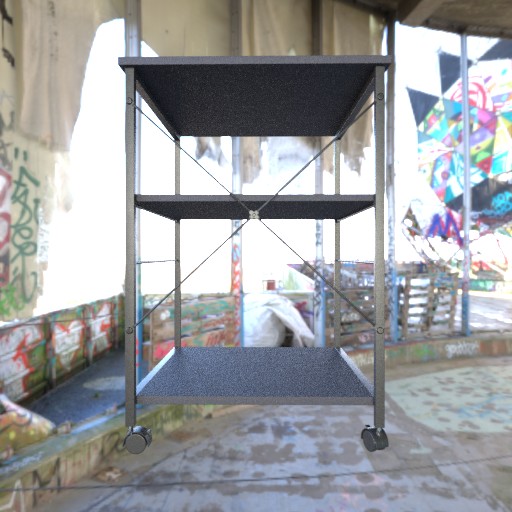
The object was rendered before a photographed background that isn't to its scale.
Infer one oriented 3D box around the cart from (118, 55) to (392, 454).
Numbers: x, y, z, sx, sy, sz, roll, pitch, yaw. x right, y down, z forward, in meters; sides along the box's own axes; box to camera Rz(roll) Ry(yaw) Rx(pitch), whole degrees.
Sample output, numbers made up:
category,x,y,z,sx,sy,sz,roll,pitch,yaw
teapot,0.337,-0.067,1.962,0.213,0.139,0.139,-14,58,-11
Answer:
category,x,y,z,sx,sy,sz,roll,pitch,yaw
cart,0.000,0.000,1.102,0.521,0.762,0.520,0,0,1
